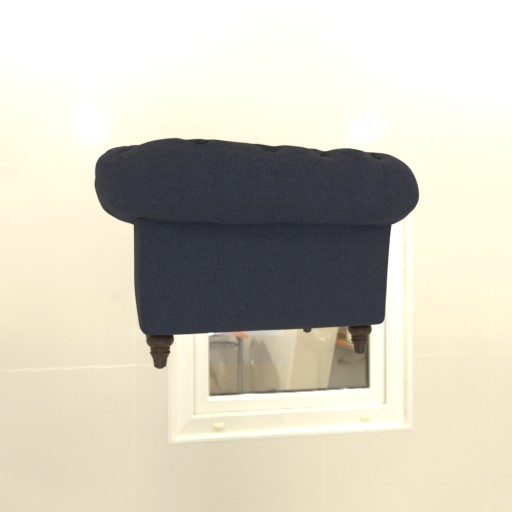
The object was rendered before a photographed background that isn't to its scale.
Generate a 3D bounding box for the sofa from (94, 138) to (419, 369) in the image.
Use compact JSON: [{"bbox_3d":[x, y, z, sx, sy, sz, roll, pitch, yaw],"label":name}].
[{"bbox_3d":[0.000,0.000,2.029,1.405,0.878,1.032,0,0,-17],"label":"sofa"}]
